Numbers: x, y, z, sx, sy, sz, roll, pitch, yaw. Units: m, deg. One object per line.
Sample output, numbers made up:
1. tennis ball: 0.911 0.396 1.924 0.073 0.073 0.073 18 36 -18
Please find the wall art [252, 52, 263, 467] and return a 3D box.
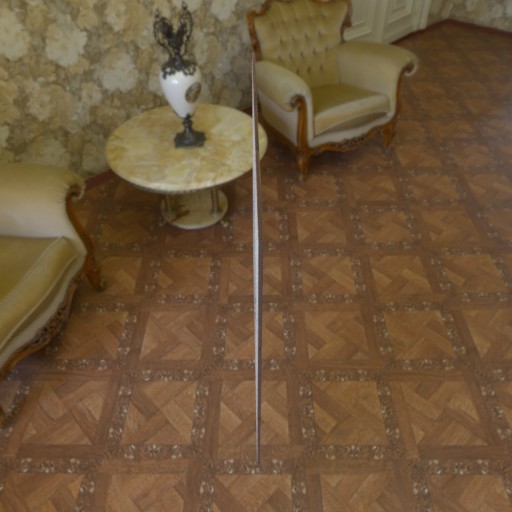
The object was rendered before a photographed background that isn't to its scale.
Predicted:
1. wall art: 0.000 0.000 2.302 0.014 1.525 1.527 -1 43 -1
